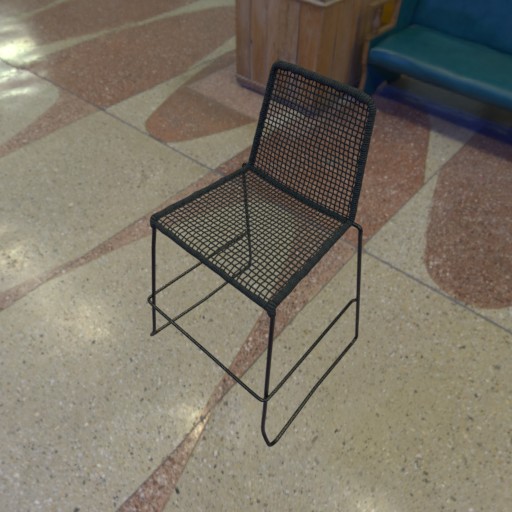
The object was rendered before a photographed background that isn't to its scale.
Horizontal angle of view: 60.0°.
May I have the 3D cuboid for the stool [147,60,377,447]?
[{"bbox_3d":[0.000,0.000,1.273,0.590,0.905,0.509,34,56,27],"label":"stool"}]
